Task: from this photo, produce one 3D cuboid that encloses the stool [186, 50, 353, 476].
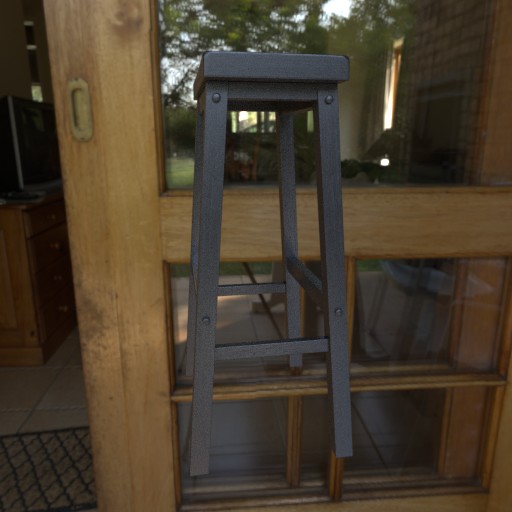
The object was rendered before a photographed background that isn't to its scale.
[{"bbox_3d":[0.000,0.000,0.960,0.322,0.742,0.406,-3,15,-10],"label":"stool"}]
